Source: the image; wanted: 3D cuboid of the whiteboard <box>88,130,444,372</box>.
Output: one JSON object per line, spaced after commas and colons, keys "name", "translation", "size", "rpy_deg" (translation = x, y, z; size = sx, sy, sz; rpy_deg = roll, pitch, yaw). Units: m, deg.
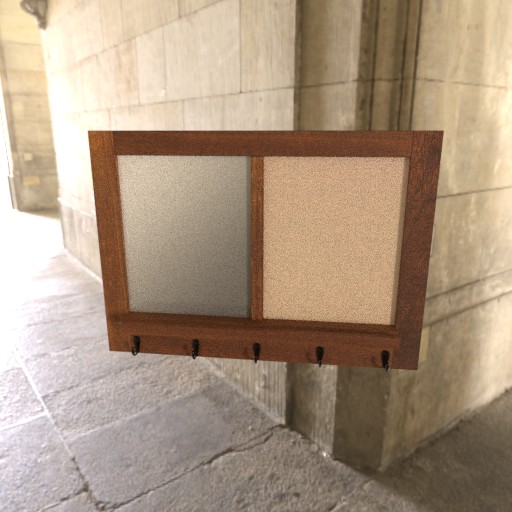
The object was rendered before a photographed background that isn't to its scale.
{"name": "whiteboard", "translation": [0.000, 0.000, 1.026], "size": [0.783, 0.559, 0.083], "rpy_deg": [2, 16, 7]}
